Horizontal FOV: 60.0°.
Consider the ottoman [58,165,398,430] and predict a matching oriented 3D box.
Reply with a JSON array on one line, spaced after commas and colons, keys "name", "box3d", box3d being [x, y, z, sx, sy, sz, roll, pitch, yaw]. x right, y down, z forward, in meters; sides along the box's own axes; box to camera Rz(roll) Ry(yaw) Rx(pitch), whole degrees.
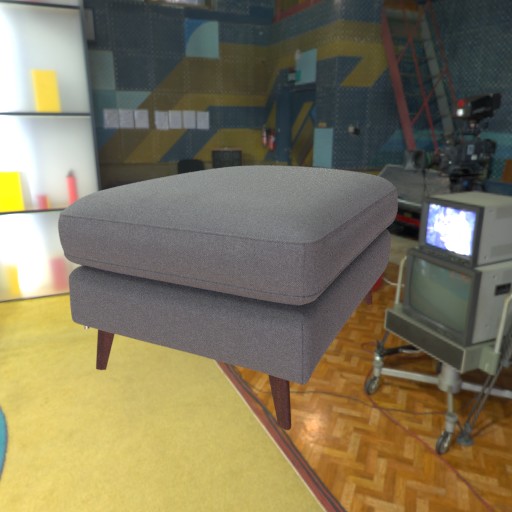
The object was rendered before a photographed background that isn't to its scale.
[{"name": "ottoman", "box3d": [0.000, 0.000, 1.195, 0.608, 0.449, 0.811, 8, 18, 26]}]
